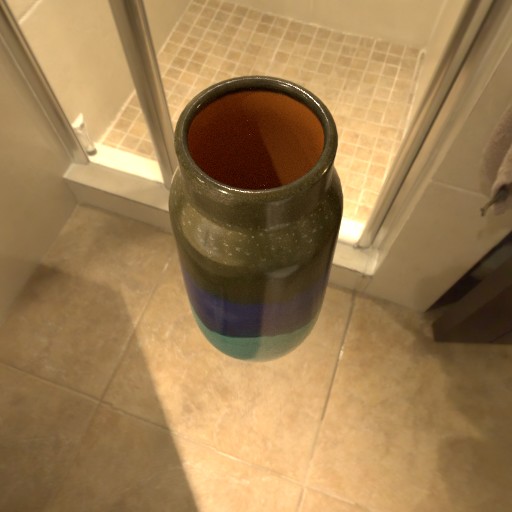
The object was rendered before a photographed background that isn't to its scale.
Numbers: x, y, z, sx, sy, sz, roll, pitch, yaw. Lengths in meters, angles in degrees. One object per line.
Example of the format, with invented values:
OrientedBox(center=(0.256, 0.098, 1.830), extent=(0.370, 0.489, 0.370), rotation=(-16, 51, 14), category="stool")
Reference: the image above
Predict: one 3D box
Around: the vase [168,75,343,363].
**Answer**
OrientedBox(center=(0.000, 0.000, 0.388), extent=(0.139, 0.313, 0.139), rotation=(0, 63, 0), category="vase")
